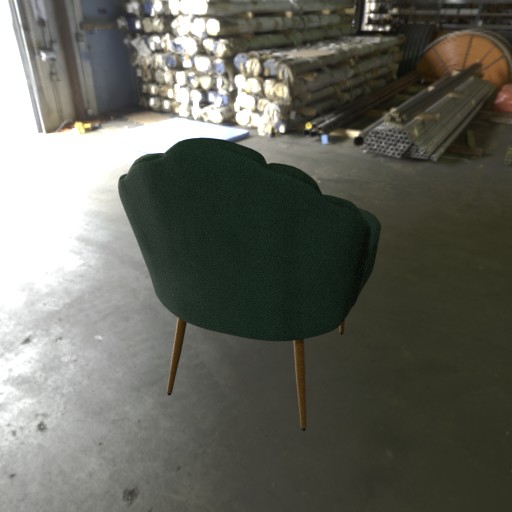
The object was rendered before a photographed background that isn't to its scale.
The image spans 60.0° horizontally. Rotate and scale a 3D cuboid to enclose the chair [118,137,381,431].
[{"bbox_3d":[0.000,0.000,1.271,0.657,0.819,0.599,9,31,15],"label":"chair"}]
